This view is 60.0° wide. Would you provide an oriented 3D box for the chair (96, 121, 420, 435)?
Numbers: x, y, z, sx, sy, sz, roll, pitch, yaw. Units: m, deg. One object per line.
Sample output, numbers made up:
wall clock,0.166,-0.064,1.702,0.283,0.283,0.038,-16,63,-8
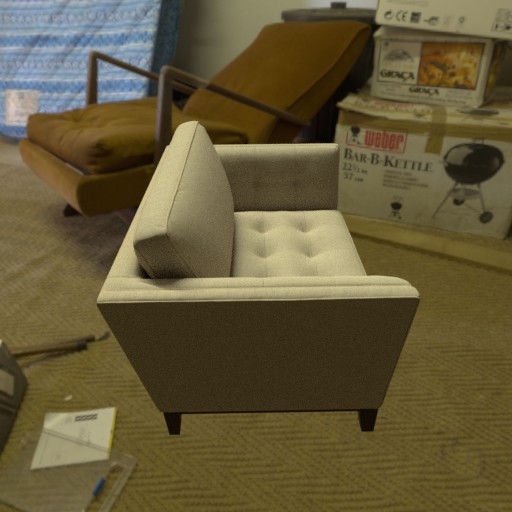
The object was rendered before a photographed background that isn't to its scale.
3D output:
chair,0.000,0.000,2.037,0.965,0.940,1.397,-1,32,-1
